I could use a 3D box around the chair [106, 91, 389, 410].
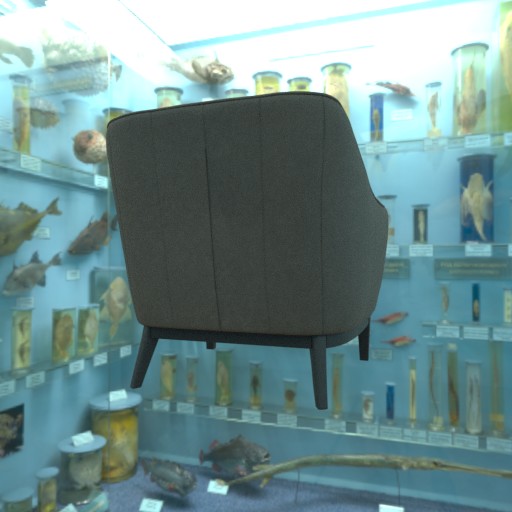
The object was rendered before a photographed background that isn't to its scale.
[{"bbox_3d":[0.000,0.000,1.578,0.871,0.830,0.852,0,-1,20],"label":"chair"}]
